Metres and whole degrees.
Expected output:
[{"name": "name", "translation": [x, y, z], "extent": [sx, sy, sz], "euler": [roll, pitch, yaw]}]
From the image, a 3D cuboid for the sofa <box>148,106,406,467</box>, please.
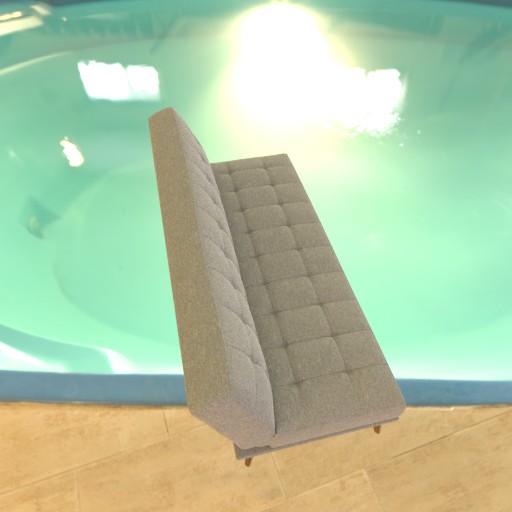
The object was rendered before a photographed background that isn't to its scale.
[{"name": "sofa", "translation": [0.000, 0.000, 2.291], "extent": [0.860, 0.810, 1.800], "euler": [-10, 49, -9]}]
